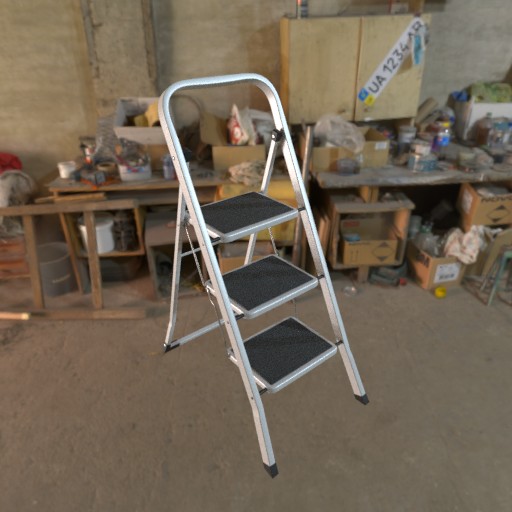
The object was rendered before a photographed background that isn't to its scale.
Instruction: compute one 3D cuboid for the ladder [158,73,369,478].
[{"bbox_3d":[0.000,0.000,1.429,0.460,1.050,0.711,-22,36,-34],"label":"ladder"}]
